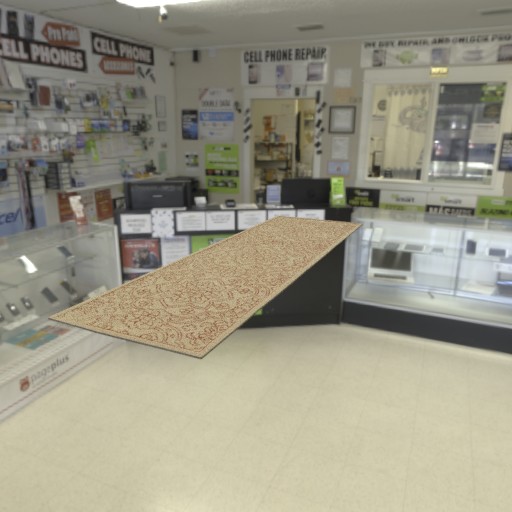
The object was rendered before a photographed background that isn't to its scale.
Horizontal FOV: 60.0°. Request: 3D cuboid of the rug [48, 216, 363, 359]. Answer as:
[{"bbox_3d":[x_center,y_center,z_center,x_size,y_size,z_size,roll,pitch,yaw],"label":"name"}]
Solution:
[{"bbox_3d":[0.000,0.000,2.751,0.769,0.012,2.448,8,18,25],"label":"rug"}]
